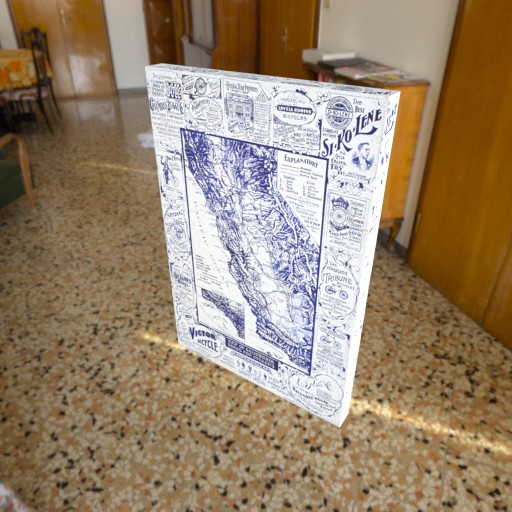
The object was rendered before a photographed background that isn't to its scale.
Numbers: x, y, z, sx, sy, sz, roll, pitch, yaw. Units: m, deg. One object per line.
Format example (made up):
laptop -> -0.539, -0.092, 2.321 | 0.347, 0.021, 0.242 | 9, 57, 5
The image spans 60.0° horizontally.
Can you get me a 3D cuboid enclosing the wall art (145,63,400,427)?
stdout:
wall art -> 0.000, 0.000, 0.791 | 0.408, 0.601, 0.040 | 19, 36, 28
